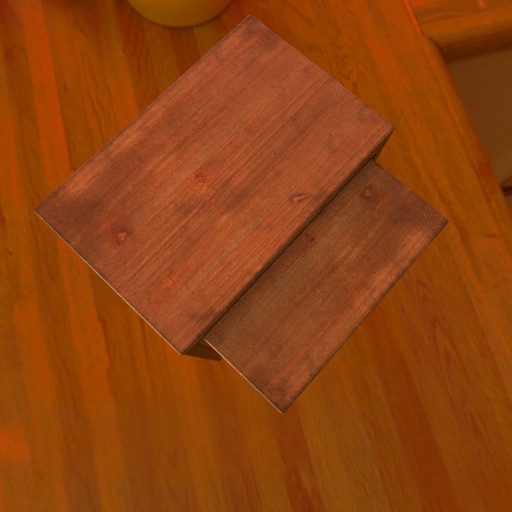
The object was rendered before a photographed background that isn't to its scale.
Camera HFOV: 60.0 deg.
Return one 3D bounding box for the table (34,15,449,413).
[{"bbox_3d":[0.000,0.000,0.917,0.460,0.615,0.456,44,80,10],"label":"table"}]
